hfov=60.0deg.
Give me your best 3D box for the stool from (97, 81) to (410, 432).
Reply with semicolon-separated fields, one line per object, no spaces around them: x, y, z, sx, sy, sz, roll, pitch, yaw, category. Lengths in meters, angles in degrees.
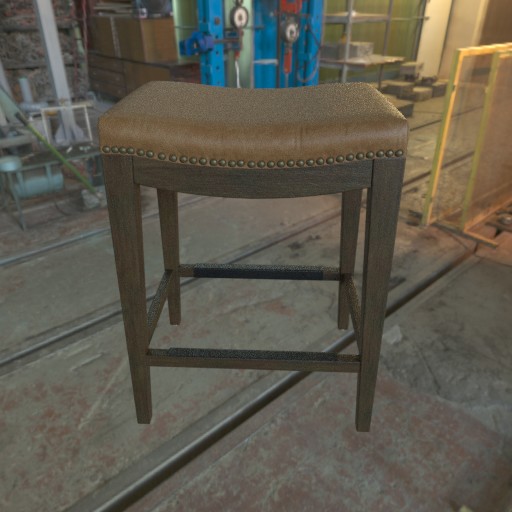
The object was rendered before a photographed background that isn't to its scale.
0.000;0.000;0.946;0.500;0.660;0.361;1;30;2;stool
